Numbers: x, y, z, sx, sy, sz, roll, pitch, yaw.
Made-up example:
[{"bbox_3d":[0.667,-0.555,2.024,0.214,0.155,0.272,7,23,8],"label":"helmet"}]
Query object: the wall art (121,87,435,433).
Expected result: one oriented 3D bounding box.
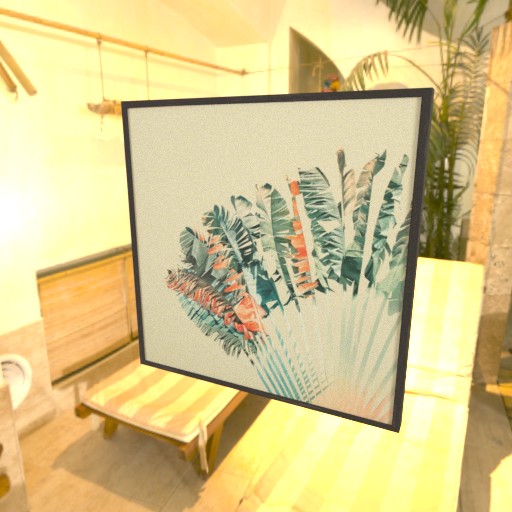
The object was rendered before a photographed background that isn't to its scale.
[{"bbox_3d":[0.000,0.000,1.114,0.762,0.758,0.043,7,17,25],"label":"wall art"}]
